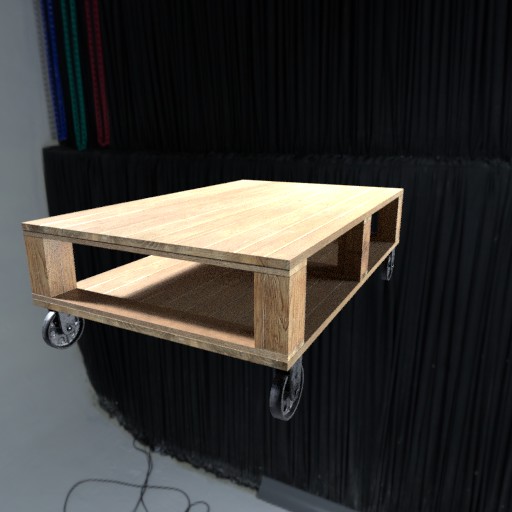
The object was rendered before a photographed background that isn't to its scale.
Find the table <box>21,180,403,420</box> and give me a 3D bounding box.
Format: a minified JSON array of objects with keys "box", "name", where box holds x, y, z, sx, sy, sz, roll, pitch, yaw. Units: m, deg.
[{"box":[0.000,0.000,1.686,0.827,0.413,1.299,8,18,26],"name":"table"}]
